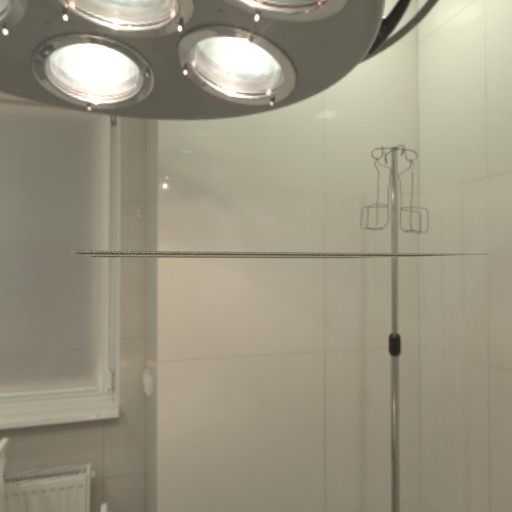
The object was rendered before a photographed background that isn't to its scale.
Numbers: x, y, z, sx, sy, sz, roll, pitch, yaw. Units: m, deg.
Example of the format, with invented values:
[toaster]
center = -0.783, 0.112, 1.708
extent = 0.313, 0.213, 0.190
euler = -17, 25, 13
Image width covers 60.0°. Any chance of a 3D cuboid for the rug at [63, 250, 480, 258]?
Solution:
[rug]
center = 0.000, 0.000, 4.128
extent = 3.037, 0.004, 2.453
euler = 0, -1, -16
